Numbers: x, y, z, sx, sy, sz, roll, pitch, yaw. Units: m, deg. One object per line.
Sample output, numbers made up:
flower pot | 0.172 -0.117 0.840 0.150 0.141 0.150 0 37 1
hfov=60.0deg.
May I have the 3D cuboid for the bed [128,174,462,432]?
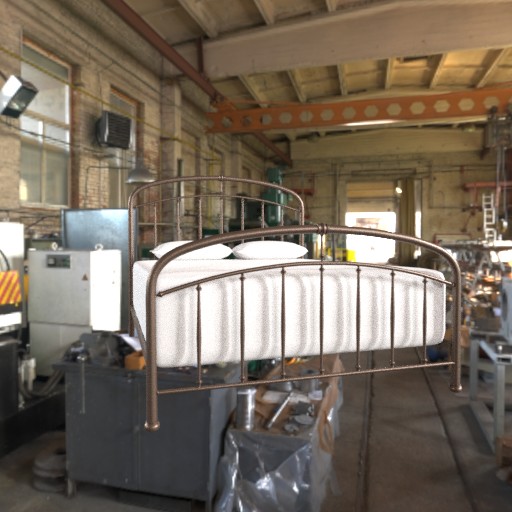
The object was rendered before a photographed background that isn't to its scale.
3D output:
bed | 0.000 0.000 3.184 1.711 1.475 2.168 0 2 -18
